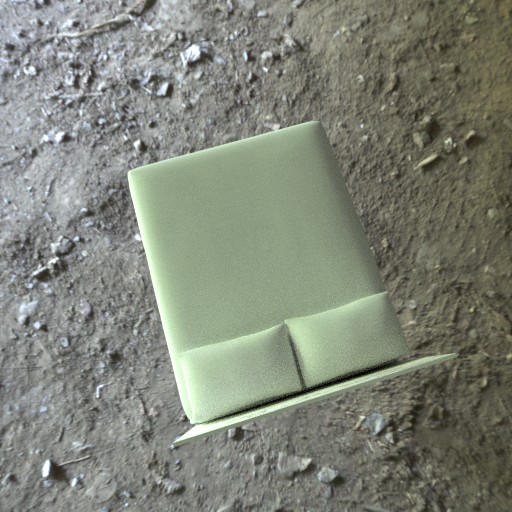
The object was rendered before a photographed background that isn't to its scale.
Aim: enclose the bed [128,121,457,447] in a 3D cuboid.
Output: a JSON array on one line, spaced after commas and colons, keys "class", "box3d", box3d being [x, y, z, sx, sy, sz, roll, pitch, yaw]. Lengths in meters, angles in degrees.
[{"class": "bed", "box3d": [0.000, 0.000, 3.279, 1.745, 1.335, 2.094, -16, 75, -4]}]
